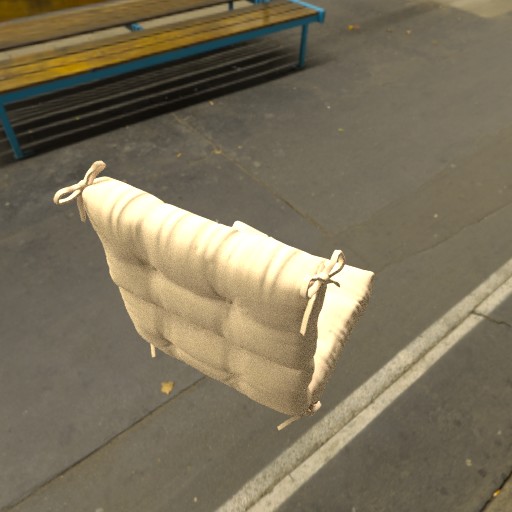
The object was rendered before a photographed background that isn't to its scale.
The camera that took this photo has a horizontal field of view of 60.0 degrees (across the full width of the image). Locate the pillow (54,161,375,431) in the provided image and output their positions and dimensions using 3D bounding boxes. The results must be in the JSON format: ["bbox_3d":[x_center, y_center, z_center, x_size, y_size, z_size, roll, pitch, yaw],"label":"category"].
[{"bbox_3d":[0.000,0.000,1.035,0.519,0.605,0.571,22,49,20],"label":"pillow"}]
